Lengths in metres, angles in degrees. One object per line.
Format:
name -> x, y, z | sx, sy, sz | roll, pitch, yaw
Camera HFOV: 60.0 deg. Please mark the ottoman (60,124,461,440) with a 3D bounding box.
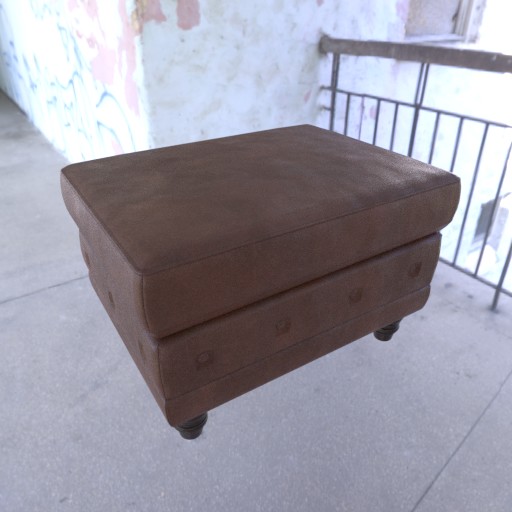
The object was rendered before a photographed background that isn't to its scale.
ottoman -> 0.000, 0.000, 1.167 | 0.795, 0.509, 0.588 | -18, 35, -27
